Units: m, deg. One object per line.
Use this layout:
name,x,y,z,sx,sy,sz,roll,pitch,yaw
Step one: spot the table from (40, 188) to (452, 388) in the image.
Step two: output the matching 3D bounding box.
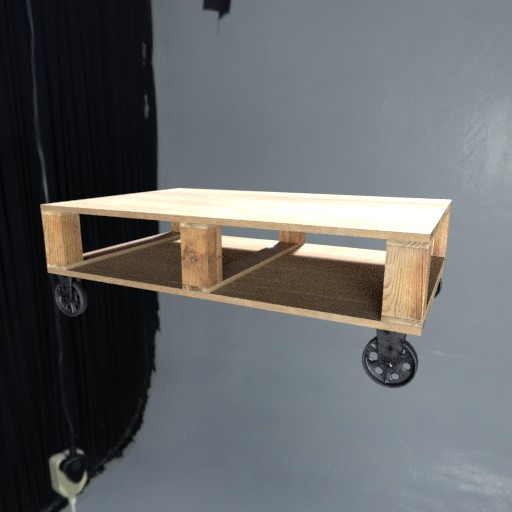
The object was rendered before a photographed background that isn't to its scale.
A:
table,0.000,0.000,1.700,1.299,0.413,0.827,6,15,26
